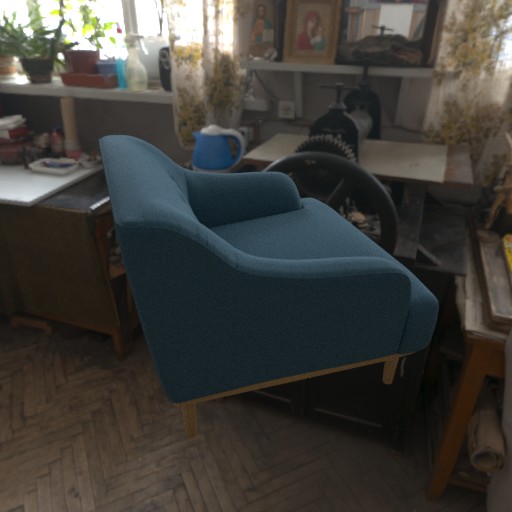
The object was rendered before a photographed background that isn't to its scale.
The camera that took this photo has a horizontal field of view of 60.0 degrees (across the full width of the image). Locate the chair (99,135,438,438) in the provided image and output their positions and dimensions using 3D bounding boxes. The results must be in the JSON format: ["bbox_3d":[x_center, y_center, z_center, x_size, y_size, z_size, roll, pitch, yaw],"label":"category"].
[{"bbox_3d":[0.000,0.000,1.637,0.951,0.818,0.946,-10,32,-17],"label":"chair"}]
